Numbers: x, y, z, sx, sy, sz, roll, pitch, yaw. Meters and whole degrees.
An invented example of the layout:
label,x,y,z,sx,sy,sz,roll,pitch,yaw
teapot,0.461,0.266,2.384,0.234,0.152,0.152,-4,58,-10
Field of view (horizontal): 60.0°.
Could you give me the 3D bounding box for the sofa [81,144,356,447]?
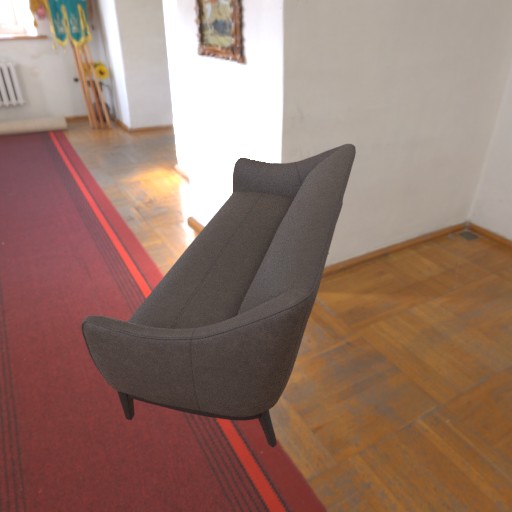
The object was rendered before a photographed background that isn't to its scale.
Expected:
label,x,y,z,sx,sy,sz,roll,pitch,yaw
sofa,0.000,0.000,2.429,0.869,0.831,1.928,8,32,13
